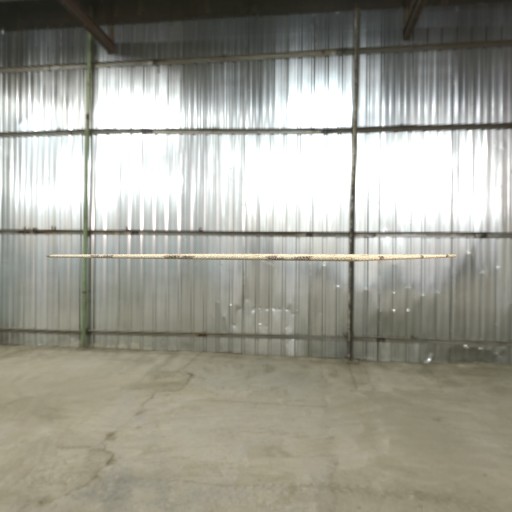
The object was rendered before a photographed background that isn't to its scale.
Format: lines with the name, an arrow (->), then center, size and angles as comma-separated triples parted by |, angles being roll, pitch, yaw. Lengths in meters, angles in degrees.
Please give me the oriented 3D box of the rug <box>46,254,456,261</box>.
rug -> 0.000, 0.000, 4.120 | 3.000, 0.026, 2.399 | 0, 1, 36
